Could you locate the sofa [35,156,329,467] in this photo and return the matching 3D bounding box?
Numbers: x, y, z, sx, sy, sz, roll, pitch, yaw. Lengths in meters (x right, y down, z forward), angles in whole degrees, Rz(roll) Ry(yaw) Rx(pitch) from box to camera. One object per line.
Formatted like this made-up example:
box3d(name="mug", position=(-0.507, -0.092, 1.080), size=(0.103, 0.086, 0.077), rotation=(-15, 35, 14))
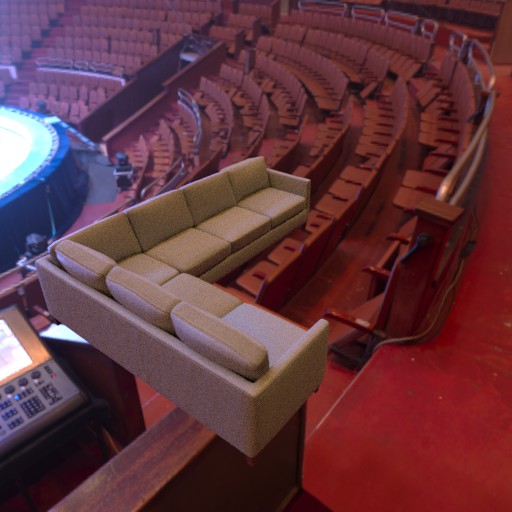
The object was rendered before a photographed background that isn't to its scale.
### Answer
box3d(name="sofa", position=(0.000, 0.000, 4.545), size=(2.592, 0.947, 3.301), rotation=(22, 37, 32))
